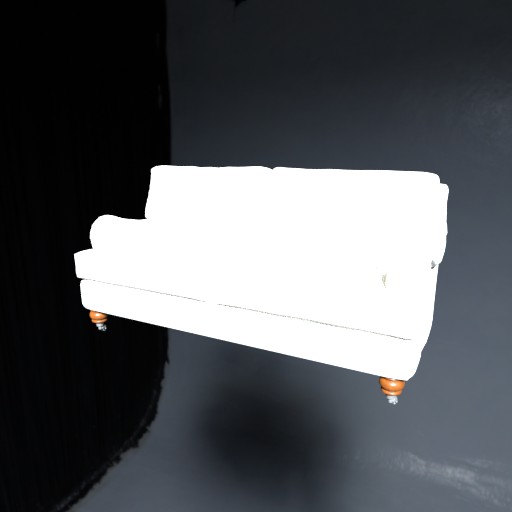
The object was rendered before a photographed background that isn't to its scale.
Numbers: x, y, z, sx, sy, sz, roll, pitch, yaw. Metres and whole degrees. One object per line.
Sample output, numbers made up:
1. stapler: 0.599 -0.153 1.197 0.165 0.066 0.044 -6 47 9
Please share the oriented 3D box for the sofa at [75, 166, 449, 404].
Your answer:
1. sofa: 0.000 0.000 2.811 2.159 1.087 1.086 7 16 26
